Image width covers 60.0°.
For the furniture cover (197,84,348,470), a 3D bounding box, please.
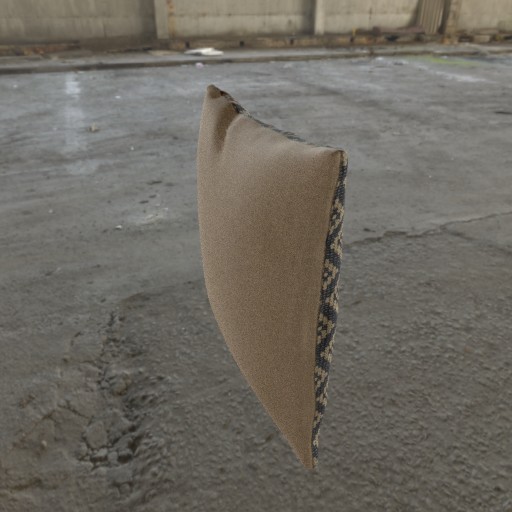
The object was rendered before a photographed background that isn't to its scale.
[{"bbox_3d":[0.000,0.000,0.663,0.139,0.431,0.431,-10,31,-18],"label":"furniture cover"}]
